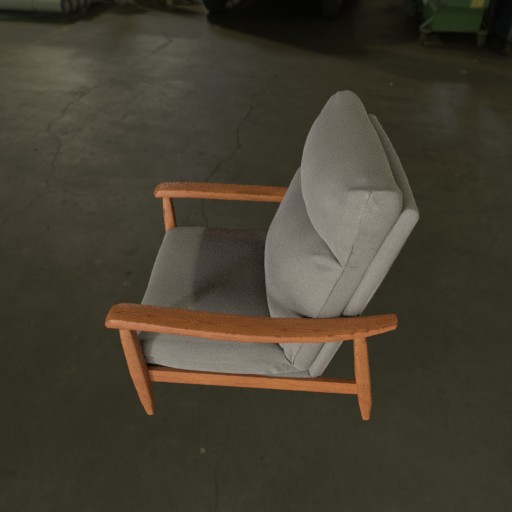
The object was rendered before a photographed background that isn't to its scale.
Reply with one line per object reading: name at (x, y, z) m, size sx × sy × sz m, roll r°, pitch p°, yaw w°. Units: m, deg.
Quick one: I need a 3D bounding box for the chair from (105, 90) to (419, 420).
chair at (0.000, 0.000, 1.510) m, size 0.816 × 0.922 × 0.782 m, roll 1°, pitch 40°, yaw 1°
